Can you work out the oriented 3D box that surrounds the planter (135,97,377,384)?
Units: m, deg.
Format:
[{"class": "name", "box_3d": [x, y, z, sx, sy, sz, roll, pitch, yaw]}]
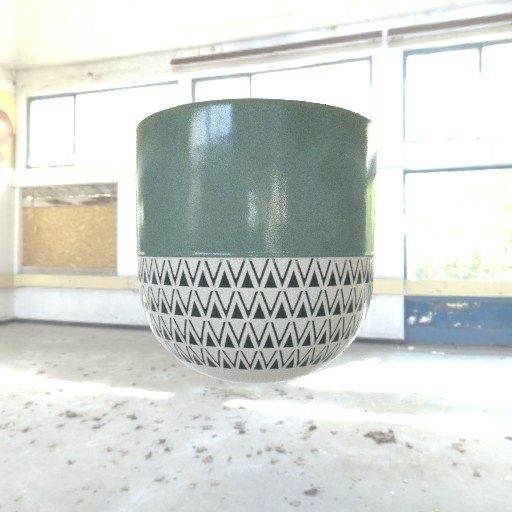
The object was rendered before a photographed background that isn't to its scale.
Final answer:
[{"class": "planter", "box_3d": [0.000, 0.000, 0.506, 0.266, 0.270, 0.266, 0, 1, 0]}]
